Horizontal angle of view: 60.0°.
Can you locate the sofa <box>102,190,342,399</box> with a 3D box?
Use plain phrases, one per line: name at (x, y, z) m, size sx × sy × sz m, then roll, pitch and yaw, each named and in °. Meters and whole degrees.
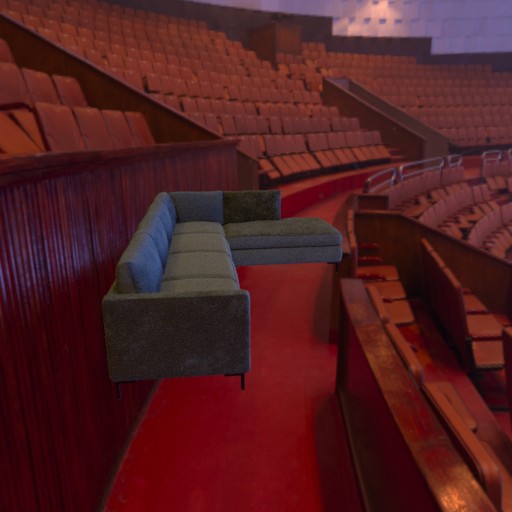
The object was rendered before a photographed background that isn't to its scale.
sofa at (0.000, 0.000, 3.282) m, size 1.707 × 0.687 × 2.486 m, roll -2°, pitch 16°, yaw -7°
